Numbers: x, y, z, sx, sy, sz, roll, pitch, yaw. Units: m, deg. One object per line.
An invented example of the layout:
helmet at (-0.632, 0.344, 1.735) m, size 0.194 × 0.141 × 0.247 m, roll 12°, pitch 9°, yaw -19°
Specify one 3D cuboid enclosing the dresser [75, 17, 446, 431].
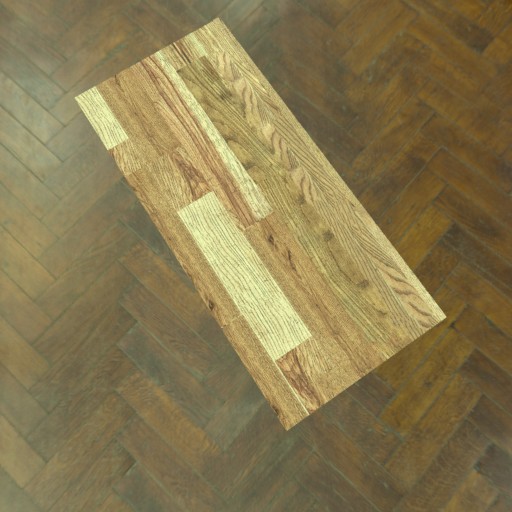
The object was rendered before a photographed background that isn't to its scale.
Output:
dresser at (0.000, 0.000, 1.678) m, size 0.480 × 1.243 × 0.966 m, roll -33°, pitch 79°, yaw -7°
